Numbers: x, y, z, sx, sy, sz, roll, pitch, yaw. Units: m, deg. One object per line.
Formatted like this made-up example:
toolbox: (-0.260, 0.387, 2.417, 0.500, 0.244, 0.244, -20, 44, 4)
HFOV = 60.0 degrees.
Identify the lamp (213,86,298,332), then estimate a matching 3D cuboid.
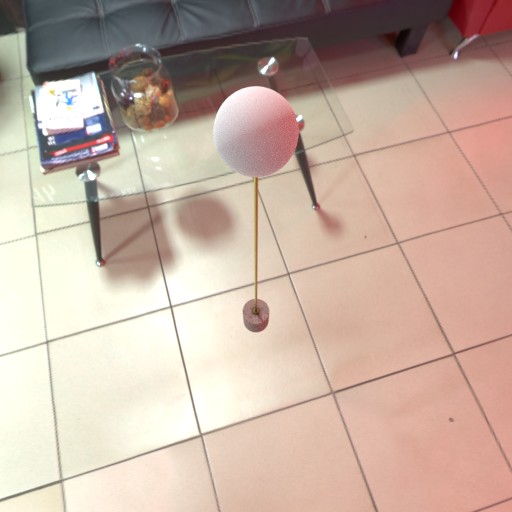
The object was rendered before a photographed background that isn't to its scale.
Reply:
lamp: (0.000, 0.000, 1.872, 0.229, 1.748, 0.229, 14, 65, 7)
